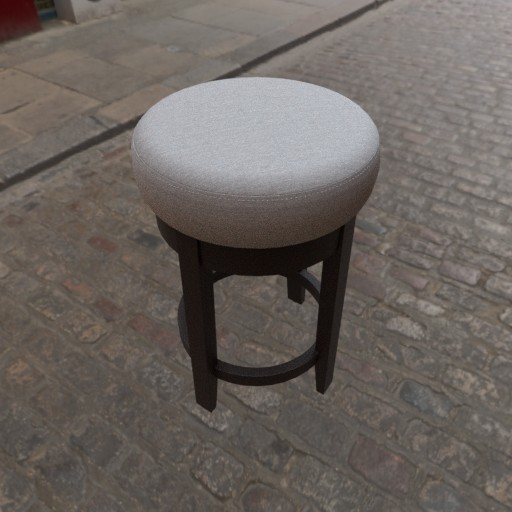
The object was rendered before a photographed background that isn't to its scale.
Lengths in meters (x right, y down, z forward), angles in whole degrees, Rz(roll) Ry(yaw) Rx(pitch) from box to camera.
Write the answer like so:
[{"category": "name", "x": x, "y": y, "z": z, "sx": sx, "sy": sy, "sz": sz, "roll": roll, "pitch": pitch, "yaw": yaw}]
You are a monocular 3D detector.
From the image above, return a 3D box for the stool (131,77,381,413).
[{"category": "stool", "x": 0.000, "y": 0.000, "z": 0.984, "sx": 0.443, "sy": 0.672, "sz": 0.443, "roll": 0, "pitch": 42, "yaw": 0}]
